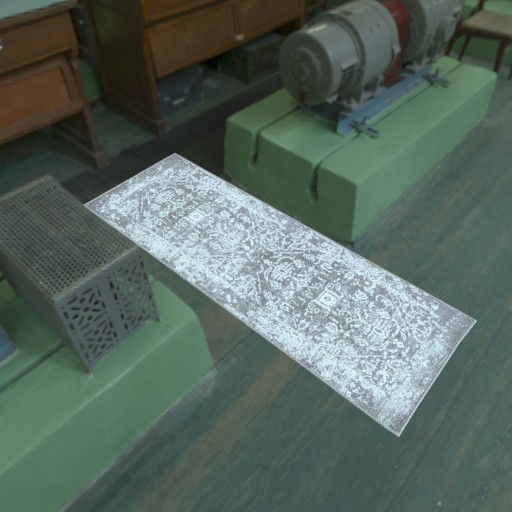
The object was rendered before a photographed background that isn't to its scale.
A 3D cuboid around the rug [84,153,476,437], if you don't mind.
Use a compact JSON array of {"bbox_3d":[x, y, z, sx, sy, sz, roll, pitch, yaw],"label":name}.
[{"bbox_3d":[0.000,0.000,2.747,2.452,0.017,0.855,32,54,27],"label":"rug"}]
